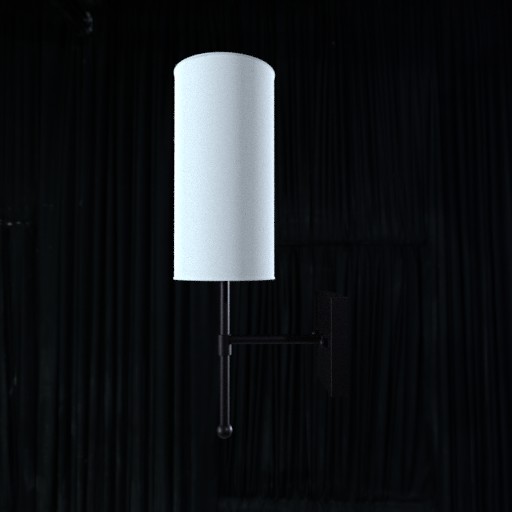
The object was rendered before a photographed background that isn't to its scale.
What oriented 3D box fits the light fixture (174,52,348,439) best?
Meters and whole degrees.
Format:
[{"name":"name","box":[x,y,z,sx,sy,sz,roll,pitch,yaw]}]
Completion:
[{"name":"light fixture","box":[0.000,0.000,0.566,0.208,0.462,0.128,0,-1,-1]}]
